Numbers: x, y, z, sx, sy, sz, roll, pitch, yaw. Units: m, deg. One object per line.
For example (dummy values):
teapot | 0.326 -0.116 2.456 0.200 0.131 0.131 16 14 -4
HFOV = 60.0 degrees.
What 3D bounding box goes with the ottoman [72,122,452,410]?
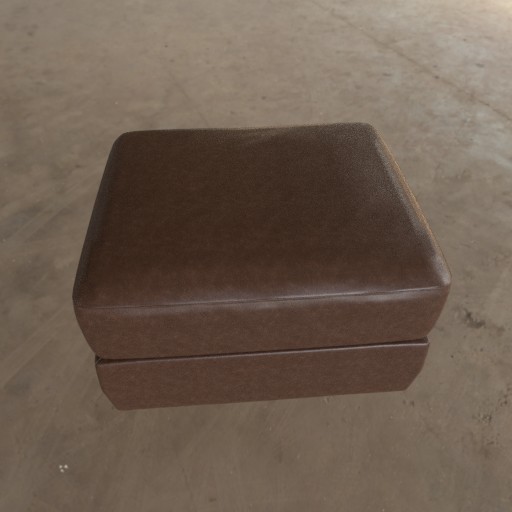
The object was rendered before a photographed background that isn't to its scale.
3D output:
ottoman | 0.000 0.000 1.129 0.751 0.476 0.603 -3 46 -3
